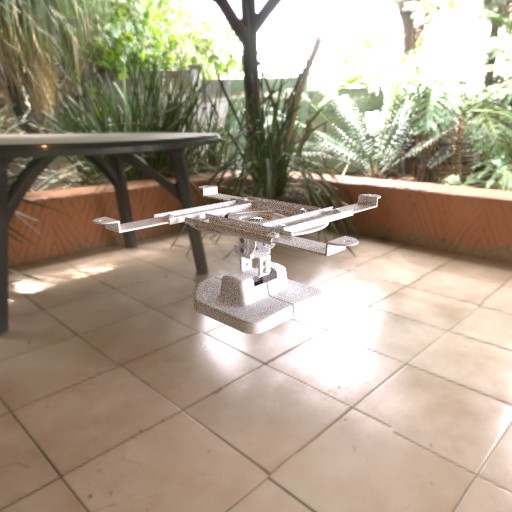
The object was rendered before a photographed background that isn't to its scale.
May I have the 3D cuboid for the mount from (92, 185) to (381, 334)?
[{"bbox_3d":[0.000,0.000,0.620,0.394,0.141,0.394,16,23,41],"label":"mount"}]
